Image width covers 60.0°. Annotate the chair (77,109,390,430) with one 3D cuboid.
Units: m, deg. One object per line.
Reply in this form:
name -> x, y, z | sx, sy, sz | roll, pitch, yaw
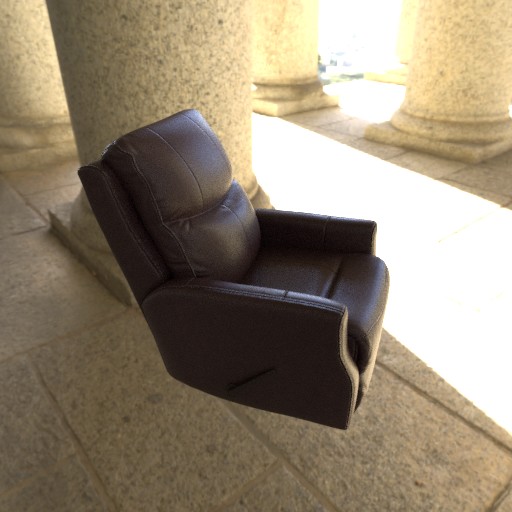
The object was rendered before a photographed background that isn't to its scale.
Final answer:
chair -> 0.000, 0.000, 1.823 | 1.080, 1.030, 0.829 | 11, 32, 18
